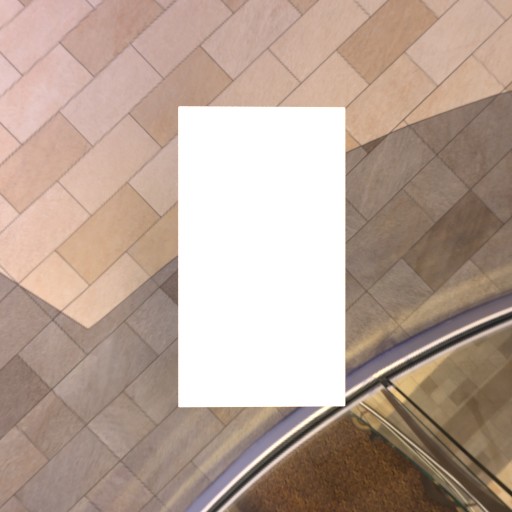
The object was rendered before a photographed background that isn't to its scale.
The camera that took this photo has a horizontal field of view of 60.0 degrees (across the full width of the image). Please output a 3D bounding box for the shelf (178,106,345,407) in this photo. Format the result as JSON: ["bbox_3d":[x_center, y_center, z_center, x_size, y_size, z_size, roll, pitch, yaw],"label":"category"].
[{"bbox_3d":[0.000,0.000,1.605,0.340,1.411,0.611,0,90,-1],"label":"shelf"}]
